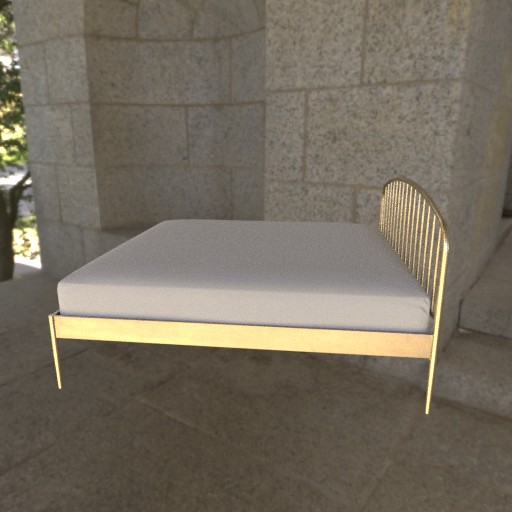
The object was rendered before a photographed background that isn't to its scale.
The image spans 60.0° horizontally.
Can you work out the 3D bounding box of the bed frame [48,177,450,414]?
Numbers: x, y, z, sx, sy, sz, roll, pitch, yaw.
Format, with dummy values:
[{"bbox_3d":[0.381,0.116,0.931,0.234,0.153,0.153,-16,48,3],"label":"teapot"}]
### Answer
[{"bbox_3d":[0.000,0.000,3.334,2.152,1.174,2.016,2,15,7],"label":"bed frame"}]
